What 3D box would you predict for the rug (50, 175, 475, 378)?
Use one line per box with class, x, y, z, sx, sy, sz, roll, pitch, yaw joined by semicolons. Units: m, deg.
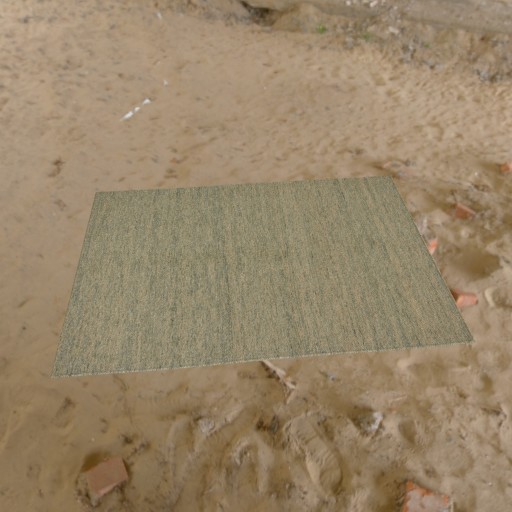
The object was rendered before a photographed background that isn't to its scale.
rug;0.000;0.000;2.891;2.283;0.013;1.547;-4;46;-4
